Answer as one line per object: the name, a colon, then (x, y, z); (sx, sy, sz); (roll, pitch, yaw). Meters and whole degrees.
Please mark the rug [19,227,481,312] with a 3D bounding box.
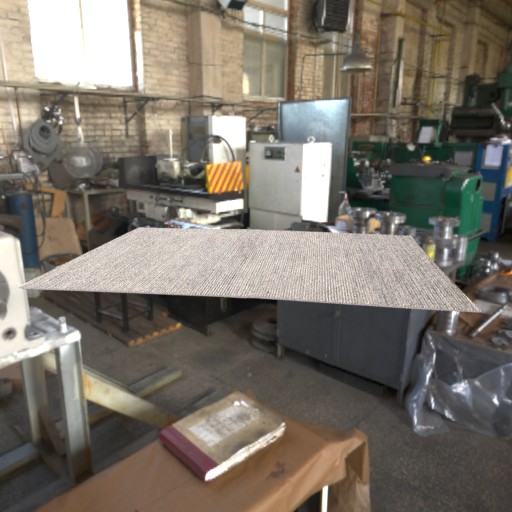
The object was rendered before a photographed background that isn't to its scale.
rug: (0.000, 0.000, 2.942); (2.307, 0.030, 1.604); (2, 15, 8)
